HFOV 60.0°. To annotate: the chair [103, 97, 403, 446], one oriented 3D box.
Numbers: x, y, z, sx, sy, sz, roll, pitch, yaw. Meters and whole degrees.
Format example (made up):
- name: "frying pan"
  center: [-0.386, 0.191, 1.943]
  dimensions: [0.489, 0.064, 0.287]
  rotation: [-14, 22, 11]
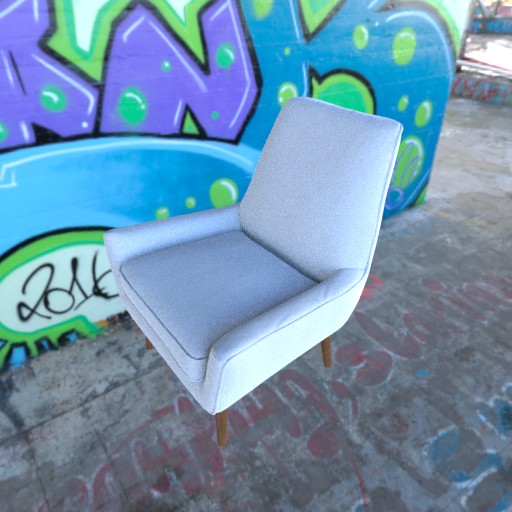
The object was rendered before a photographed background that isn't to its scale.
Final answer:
- name: "chair"
  center: [0.000, 0.000, 1.504]
  dimensions: [0.822, 0.888, 0.787]
  rotation: [-21, 38, -30]
